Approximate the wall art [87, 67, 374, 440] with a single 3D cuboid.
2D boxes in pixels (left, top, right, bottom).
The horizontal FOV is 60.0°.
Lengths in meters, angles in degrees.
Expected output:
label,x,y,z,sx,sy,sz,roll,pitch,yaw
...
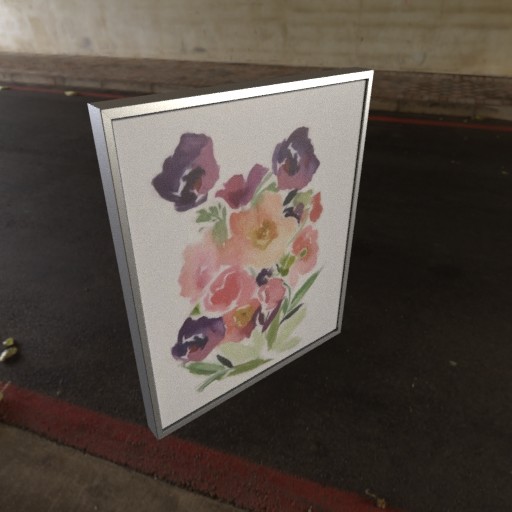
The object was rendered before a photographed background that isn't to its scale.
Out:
label,x,y,z,sx,sy,sz,roll,pitch,yaw
wall art,0.000,0.000,0.746,0.452,0.549,0.038,-22,37,-32
